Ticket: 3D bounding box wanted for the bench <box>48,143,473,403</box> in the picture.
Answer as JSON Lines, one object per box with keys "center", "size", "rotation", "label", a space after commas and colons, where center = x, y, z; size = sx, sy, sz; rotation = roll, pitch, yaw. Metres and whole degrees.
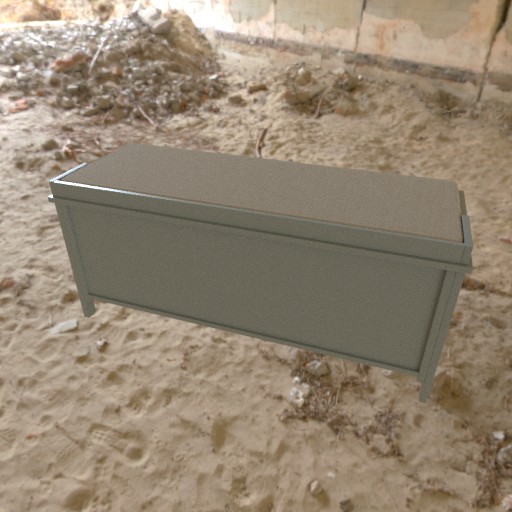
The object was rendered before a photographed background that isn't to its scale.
{"center": [0.000, 0.000, 1.391], "size": [1.140, 0.501, 0.398], "rotation": [10, 33, 16], "label": "bench"}
